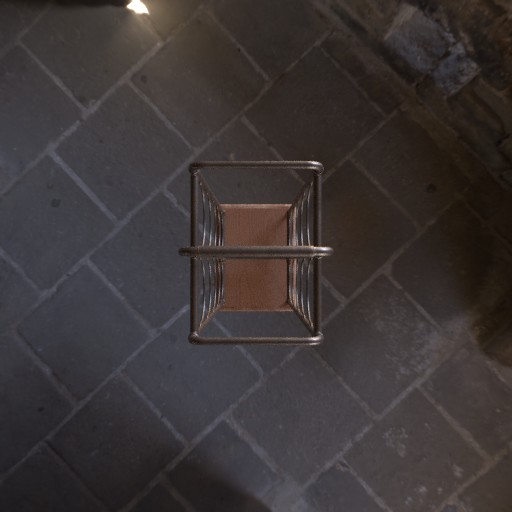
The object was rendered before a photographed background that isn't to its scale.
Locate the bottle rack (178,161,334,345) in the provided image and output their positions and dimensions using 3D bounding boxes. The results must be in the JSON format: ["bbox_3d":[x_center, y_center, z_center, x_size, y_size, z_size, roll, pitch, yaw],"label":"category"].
[{"bbox_3d":[0.000,0.000,0.821,0.208,0.680,0.276,0,89,0],"label":"bottle rack"}]
